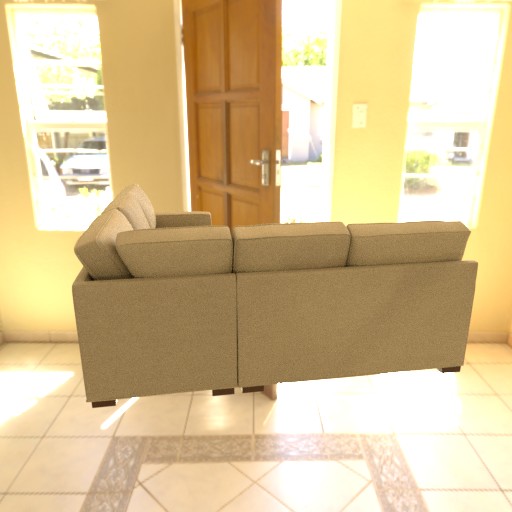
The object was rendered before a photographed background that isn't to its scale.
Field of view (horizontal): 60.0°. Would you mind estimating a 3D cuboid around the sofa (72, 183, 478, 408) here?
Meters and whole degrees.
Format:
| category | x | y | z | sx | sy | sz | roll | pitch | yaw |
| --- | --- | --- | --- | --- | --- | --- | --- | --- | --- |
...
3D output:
| category | x | y | z | sx | sy | sz | roll | pitch | yaw |
| --- | --- | --- | --- | --- | --- | --- | --- | --- | --- |
| sofa | 0.000 | 0.000 | 3.395 | 2.182 | 0.939 | 2.189 | -3 | 17 | -9 |
